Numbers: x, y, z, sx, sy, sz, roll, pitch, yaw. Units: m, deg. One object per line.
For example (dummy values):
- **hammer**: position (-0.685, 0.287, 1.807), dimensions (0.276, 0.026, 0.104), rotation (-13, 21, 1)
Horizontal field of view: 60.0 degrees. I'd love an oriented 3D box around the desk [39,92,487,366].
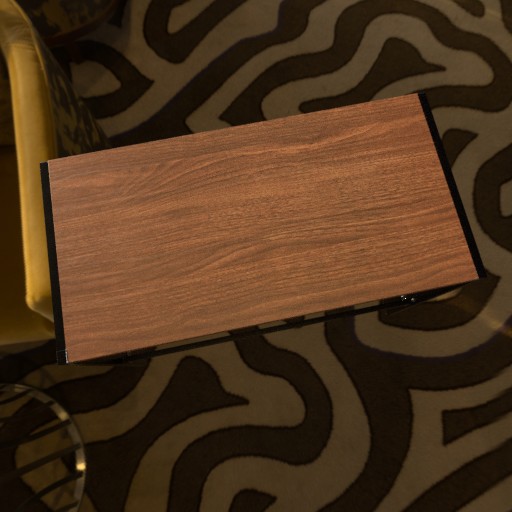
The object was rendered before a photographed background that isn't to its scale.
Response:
- **desk**: position (0.000, 0.000, 1.449), dimensions (1.016, 0.762, 0.508), rotation (-11, 76, -3)
